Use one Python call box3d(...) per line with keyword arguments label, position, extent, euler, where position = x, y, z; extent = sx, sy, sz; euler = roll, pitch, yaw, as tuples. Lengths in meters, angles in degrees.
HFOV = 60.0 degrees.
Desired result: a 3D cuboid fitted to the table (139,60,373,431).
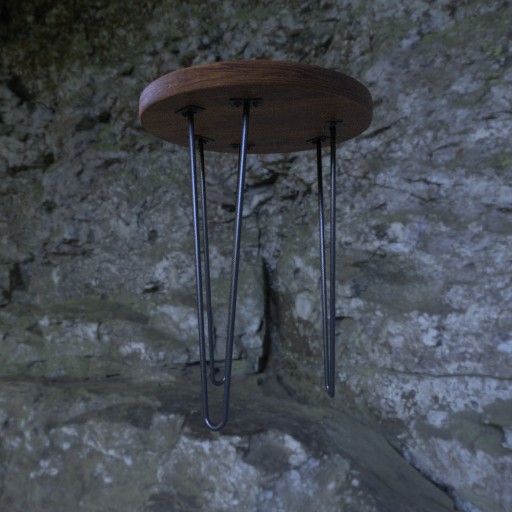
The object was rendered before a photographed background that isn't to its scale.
box3d(label="table", position=(0.000, 0.000, 0.784), extent=(0.400, 0.520, 0.400), euler=(0, 0, 0))
